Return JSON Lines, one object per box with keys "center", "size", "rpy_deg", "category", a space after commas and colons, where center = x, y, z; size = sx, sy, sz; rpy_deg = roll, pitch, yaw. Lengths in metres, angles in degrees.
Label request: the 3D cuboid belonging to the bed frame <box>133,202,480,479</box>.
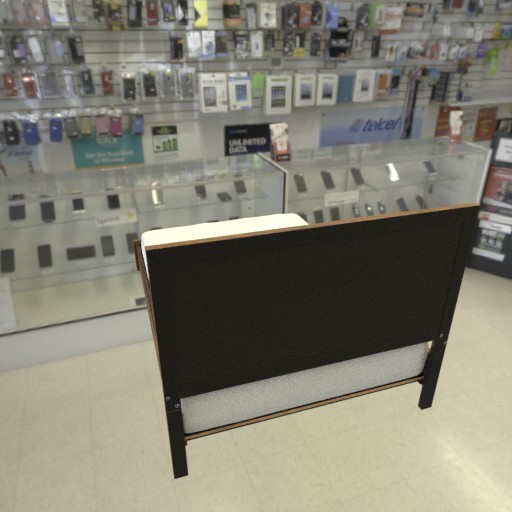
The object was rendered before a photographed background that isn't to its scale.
{"center": [0.000, 0.000, 3.333], "size": [1.696, 1.417, 2.276], "rpy_deg": [-8, 28, -16], "category": "bed frame"}
